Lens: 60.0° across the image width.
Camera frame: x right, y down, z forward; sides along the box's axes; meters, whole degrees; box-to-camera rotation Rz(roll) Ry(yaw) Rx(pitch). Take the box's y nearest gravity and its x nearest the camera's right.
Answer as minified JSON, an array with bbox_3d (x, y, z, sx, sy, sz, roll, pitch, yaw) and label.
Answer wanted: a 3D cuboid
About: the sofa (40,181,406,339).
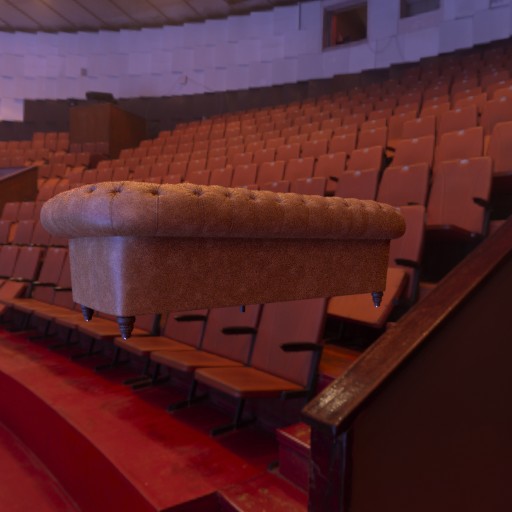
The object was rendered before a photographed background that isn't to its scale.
[{"bbox_3d":[0.000,0.000,2.848,2.365,0.760,0.989,-1,2,-36],"label":"sofa"}]
